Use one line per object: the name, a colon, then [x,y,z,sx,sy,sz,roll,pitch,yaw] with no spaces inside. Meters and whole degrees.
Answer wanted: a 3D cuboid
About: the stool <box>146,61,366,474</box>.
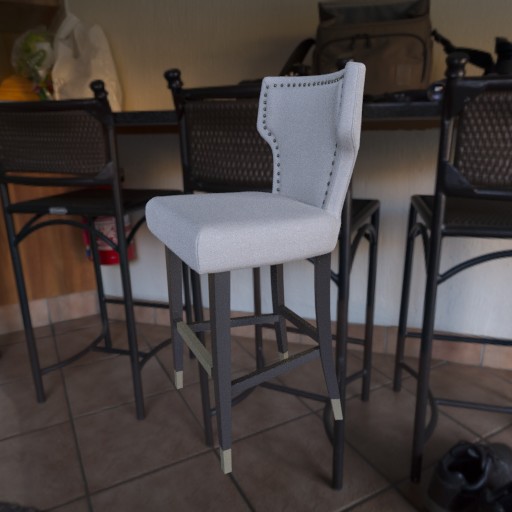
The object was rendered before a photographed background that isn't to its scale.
stool: [0.000,0.000,1.385,0.563,1.092,0.526,-8,18,-25]
